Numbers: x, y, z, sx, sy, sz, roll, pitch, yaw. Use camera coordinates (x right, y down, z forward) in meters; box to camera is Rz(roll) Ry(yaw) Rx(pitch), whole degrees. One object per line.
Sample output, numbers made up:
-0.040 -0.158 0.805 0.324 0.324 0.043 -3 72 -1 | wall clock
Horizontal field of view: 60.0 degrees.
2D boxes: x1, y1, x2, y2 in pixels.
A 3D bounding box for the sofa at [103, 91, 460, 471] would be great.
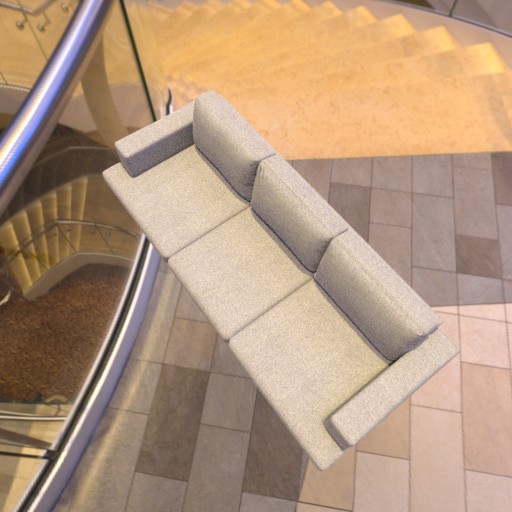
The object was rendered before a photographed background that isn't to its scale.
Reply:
0.000 0.000 2.714 0.920 0.810 2.310 -34 68 -16 | sofa
